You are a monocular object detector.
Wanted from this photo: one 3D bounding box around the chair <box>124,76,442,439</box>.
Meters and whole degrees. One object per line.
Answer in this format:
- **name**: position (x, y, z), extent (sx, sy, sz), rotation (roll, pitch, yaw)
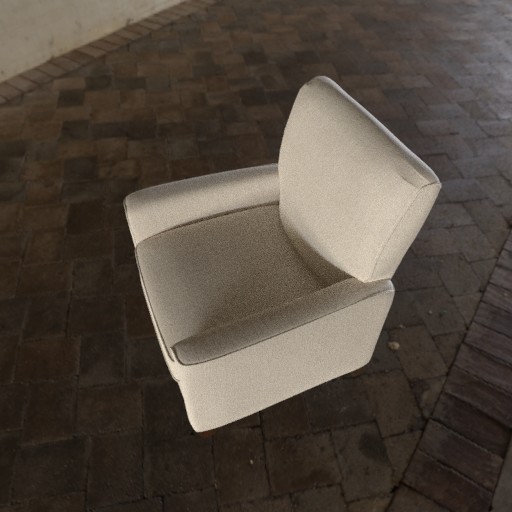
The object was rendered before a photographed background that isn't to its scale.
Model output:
- **chair**: position (0.000, 0.000, 1.666), extent (0.858, 1.028, 0.841), rotation (-17, 50, -15)
